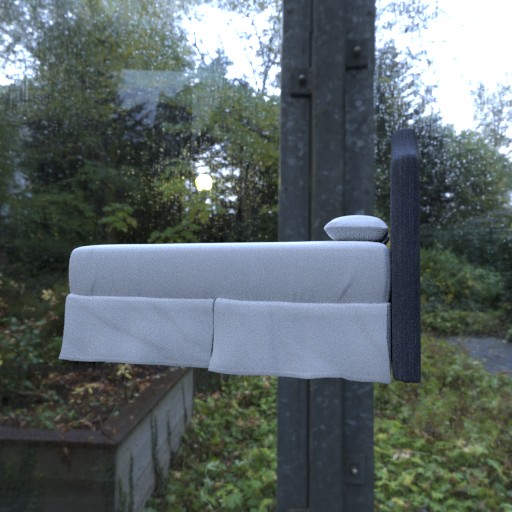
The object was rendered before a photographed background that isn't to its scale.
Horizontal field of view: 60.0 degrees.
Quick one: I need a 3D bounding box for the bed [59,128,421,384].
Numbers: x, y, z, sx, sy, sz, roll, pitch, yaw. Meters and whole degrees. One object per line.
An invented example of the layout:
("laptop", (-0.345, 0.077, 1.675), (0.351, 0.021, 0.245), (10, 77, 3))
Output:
("bed", (0.000, 0.000, 3.164), (2.116, 1.290, 1.693), (0, -1, 17))
